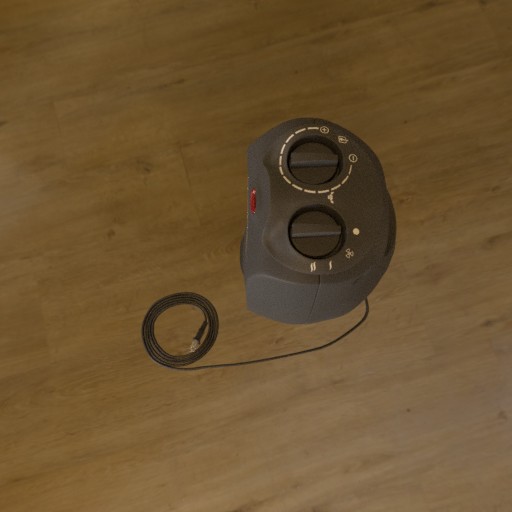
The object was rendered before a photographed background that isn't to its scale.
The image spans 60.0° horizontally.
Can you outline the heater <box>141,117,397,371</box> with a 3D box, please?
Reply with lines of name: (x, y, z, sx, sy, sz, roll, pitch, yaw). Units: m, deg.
heater: (0.000, 0.000, 0.468, 0.291, 0.240, 0.239, 0, 76, 0)
